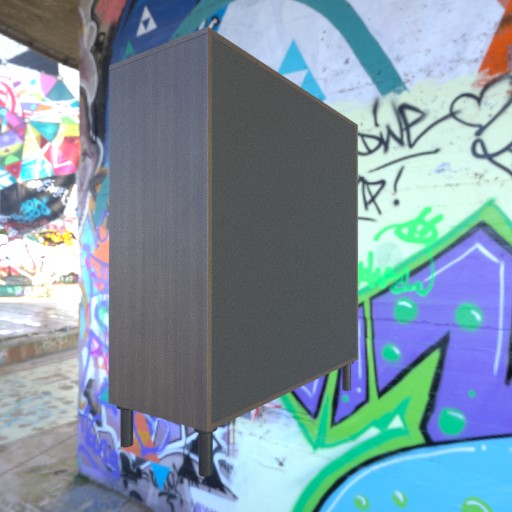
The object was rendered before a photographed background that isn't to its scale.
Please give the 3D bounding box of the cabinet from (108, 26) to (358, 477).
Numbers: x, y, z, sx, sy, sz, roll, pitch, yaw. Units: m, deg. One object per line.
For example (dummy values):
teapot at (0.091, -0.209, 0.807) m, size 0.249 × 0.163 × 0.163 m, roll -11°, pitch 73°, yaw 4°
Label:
cabinet at (0.000, 0.000, 1.662) m, size 0.400 × 1.170 × 1.010 m, roll 0°, pitch -1°, yaw 35°
